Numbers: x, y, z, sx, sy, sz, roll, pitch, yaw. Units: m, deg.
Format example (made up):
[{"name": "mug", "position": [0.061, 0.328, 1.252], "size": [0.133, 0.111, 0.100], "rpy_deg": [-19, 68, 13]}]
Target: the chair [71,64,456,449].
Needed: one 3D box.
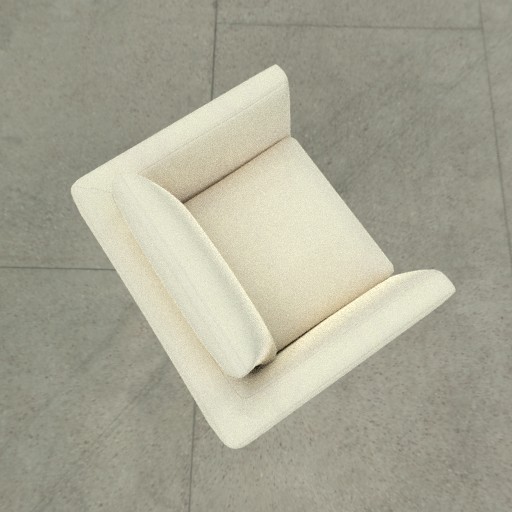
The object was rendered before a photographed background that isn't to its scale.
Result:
[{"name": "chair", "position": [0.000, 0.000, 1.712], "size": [0.889, 0.865, 1.041], "rpy_deg": [-33, 78, -8]}]
